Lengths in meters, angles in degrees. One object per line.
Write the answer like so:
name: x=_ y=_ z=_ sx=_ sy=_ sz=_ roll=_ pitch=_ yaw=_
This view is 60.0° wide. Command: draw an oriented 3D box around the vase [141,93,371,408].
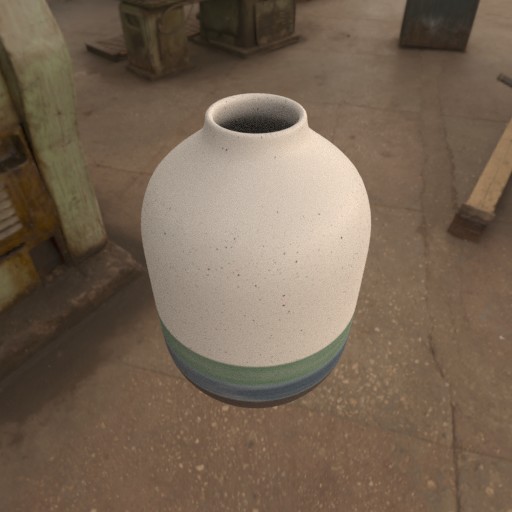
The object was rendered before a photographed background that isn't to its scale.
vase: x=0.000 y=0.000 z=0.356 sx=0.169 sy=0.240 sz=0.169 roll=0 pitch=42 yaw=0
